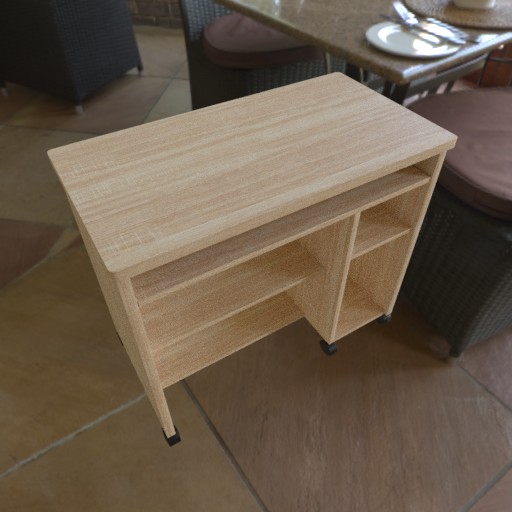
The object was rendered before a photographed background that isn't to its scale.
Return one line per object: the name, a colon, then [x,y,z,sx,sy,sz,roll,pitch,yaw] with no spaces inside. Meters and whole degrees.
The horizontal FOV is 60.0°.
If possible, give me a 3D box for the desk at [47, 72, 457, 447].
desk: [0.000,0.000,1.344,0.884,0.770,0.480,-23,49,-22]
